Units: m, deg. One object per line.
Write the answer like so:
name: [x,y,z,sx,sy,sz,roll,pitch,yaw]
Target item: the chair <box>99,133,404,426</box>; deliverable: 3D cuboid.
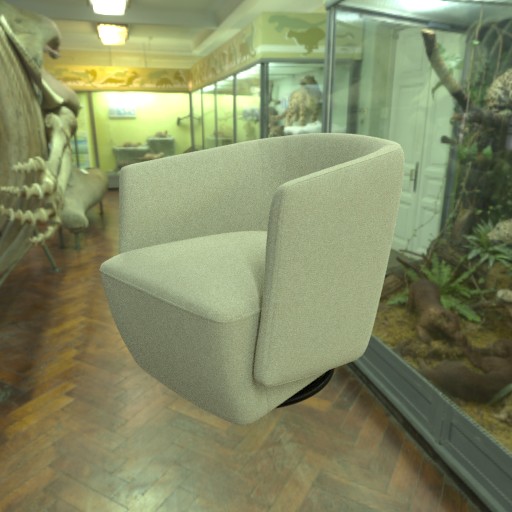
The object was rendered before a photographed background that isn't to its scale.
chair: [0.000,0.000,1.634,0.822,0.861,0.986,15,22,41]
